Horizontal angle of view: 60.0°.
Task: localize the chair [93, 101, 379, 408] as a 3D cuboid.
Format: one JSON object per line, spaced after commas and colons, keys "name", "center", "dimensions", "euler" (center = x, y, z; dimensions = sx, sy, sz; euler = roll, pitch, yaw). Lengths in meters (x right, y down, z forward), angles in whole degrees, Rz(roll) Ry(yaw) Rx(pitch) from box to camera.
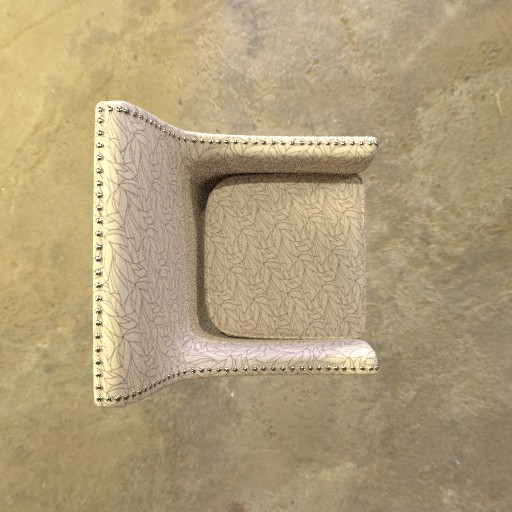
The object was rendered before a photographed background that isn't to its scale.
{"name": "chair", "center": [0.000, 0.000, 1.263], "dimensions": [0.651, 0.816, 0.623], "euler": [0, 89, 0]}
